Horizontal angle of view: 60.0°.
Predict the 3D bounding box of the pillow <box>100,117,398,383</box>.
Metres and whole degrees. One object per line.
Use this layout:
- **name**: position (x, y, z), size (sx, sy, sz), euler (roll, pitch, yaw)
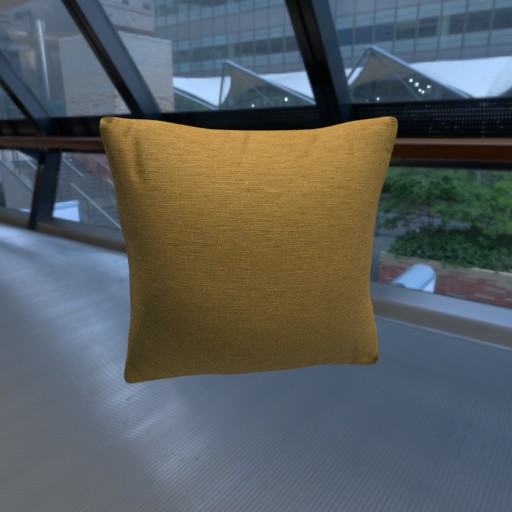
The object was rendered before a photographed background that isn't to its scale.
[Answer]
- **pillow**: position (0.000, 0.000, 0.695), size (0.435, 0.417, 0.247), euler (-3, 17, -8)
